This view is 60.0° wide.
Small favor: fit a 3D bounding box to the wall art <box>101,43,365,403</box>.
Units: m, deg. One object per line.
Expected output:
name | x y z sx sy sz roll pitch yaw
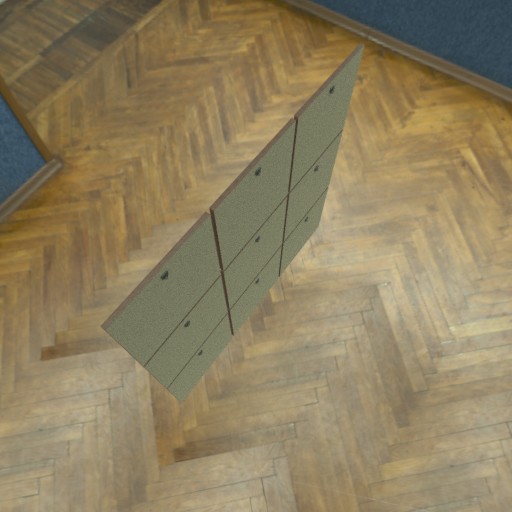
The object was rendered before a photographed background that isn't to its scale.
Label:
wall art | 0.000 0.000 1.348 0.018 0.904 0.906 33 68 15
